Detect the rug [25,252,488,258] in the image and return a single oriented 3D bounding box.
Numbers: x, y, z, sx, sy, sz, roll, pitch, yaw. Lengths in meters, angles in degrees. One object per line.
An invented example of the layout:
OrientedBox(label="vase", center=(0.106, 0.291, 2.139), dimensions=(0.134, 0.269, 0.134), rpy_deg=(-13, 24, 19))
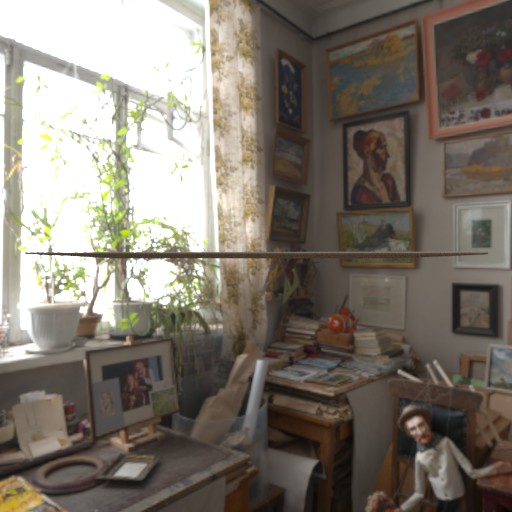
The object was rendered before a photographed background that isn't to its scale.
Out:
OrientedBox(label="rug", center=(0.000, 0.000, 3.067), dimensions=(2.441, 0.014, 1.531), rpy_deg=(0, -1, 0))
